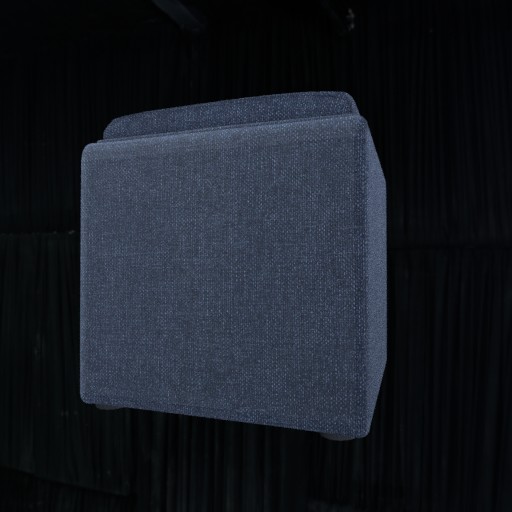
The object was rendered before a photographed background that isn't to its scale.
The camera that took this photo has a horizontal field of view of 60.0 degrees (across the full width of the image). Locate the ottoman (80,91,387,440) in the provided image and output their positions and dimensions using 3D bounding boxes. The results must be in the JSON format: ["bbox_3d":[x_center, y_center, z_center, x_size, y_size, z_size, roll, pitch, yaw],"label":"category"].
[{"bbox_3d":[0.000,0.000,0.840,0.454,0.493,0.436,0,-1,19],"label":"ottoman"}]
